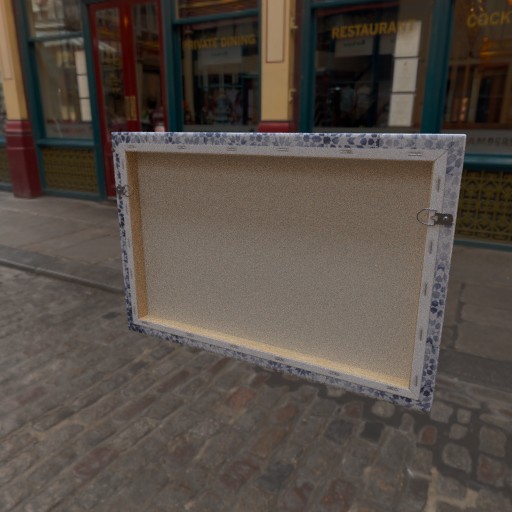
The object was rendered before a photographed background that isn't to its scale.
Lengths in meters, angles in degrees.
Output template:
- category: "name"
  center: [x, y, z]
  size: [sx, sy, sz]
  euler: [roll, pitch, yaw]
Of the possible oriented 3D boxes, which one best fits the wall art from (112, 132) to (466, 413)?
- category: "wall art"
  center: [0.000, 0.000, 0.760]
  size: [0.608, 0.406, 0.030]
  euler: [9, 18, 27]
